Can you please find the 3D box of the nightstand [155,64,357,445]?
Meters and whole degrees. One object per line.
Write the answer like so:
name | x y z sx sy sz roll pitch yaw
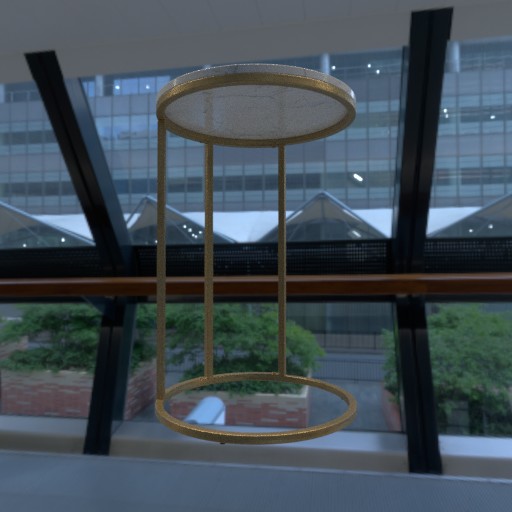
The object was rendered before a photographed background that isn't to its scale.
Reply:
nightstand | 0.000 0.000 0.905 0.400 0.610 0.400 1 -1 -36
